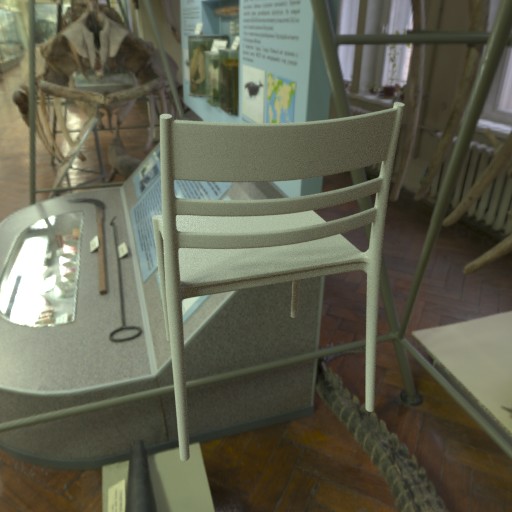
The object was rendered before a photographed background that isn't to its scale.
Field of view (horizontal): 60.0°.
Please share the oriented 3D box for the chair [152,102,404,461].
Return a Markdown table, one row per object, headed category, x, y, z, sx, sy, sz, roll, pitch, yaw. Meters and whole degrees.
| category | x | y | z | sx | sy | sz | roll | pitch | yaw |
| --- | --- | --- | --- | --- | --- | --- | --- | --- | --- |
| chair | 0.000 | 0.000 | 1.158 | 0.531 | 0.800 | 0.511 | -8 | 28 | -16 |
